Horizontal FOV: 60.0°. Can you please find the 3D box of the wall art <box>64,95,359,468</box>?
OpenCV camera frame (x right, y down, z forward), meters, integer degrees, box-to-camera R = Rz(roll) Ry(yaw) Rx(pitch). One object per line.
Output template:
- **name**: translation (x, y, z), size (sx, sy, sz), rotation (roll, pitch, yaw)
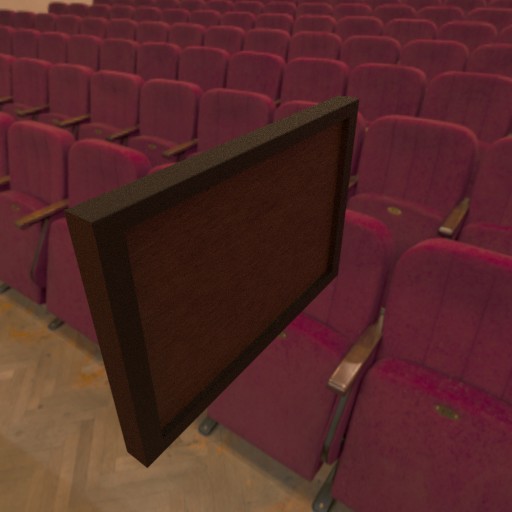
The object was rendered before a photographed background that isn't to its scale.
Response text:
- **wall art**: translation (0.000, 0.000, 0.839), size (0.051, 0.456, 0.671), rotation (22, 39, 30)
